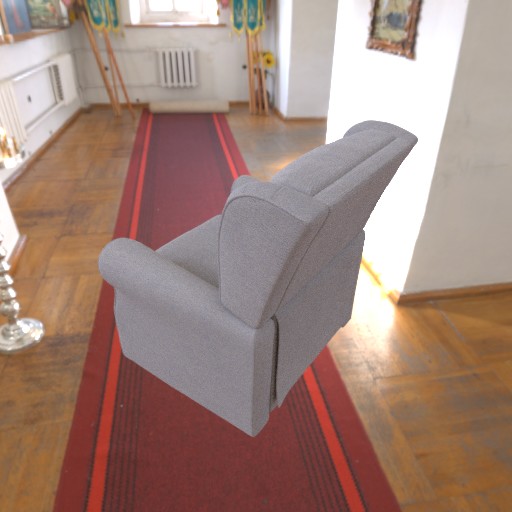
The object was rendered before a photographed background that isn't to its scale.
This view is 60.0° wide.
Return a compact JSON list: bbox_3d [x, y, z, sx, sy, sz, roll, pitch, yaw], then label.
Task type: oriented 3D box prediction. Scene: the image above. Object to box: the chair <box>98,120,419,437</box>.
[{"bbox_3d":[0.000,0.000,1.711,0.854,0.966,0.906,21,37,29],"label":"chair"}]
